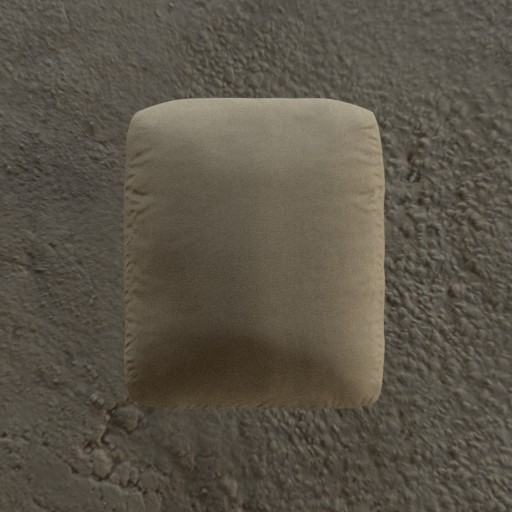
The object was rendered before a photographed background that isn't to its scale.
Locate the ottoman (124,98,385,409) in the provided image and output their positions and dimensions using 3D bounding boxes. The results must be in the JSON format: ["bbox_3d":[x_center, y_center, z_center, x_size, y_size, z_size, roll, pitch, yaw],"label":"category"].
[{"bbox_3d":[0.000,0.000,1.109,0.584,0.480,0.712,0,90,1],"label":"ottoman"}]
